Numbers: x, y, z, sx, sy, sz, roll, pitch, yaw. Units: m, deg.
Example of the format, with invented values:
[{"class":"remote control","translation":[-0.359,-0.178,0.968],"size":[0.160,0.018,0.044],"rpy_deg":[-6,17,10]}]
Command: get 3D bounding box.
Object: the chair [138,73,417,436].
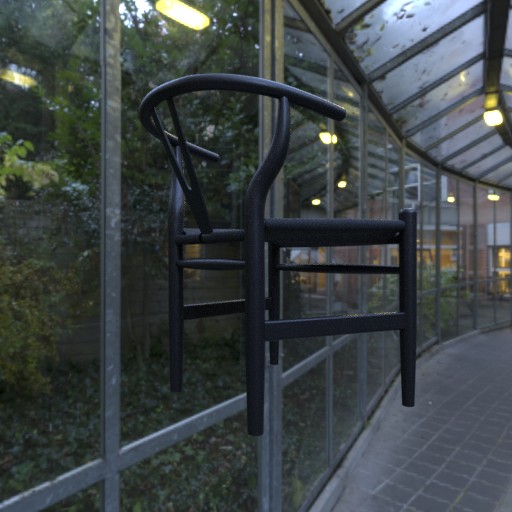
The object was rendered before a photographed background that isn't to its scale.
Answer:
[{"class":"chair","translation":[0.000,0.000,1.139],"size":[0.579,0.730,0.569],"rpy_deg":[0,0,-36]}]
